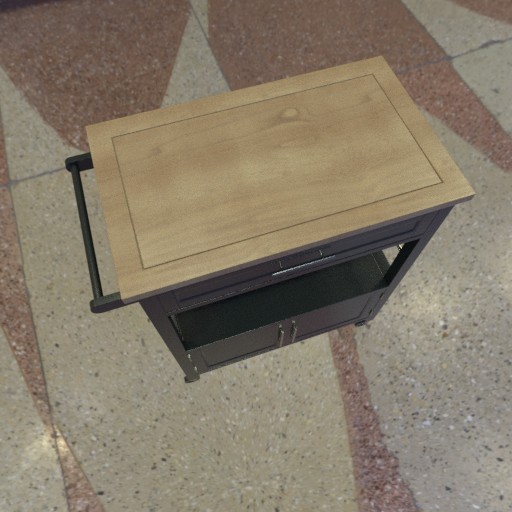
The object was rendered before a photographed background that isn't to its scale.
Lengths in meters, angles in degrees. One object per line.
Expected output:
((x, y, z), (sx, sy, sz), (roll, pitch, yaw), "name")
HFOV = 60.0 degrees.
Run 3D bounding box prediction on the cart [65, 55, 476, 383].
((0.000, 0.000, 1.384), (0.840, 0.901, 0.459), (-17, 64, -8), "cart")
